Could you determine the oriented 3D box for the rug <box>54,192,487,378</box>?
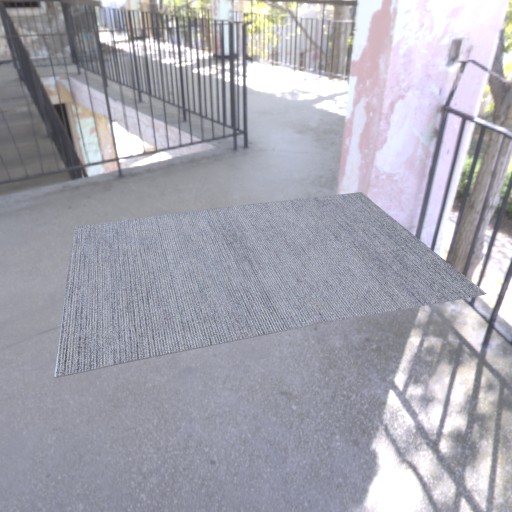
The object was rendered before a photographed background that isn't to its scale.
[{"bbox_3d":[0.000,0.000,2.216,1.789,0.021,1.159,-8,33,-13],"label":"rug"}]
